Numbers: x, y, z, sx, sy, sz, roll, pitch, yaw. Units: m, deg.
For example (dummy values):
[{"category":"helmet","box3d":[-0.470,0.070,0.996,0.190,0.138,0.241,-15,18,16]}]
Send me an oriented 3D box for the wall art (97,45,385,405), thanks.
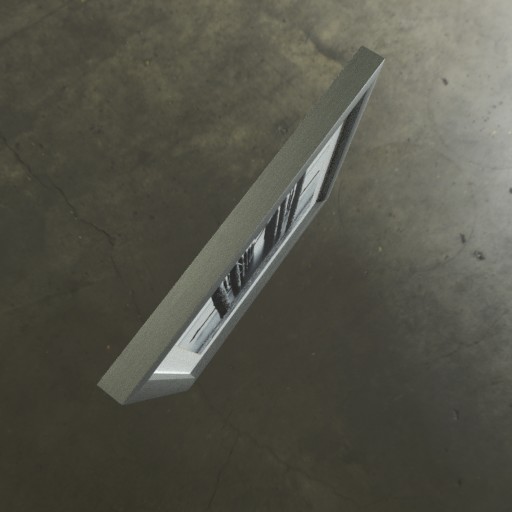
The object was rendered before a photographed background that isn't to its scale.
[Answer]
[{"category":"wall art","box3d":[0.000,0.000,0.536,0.028,0.330,0.380,35,78,9]}]
